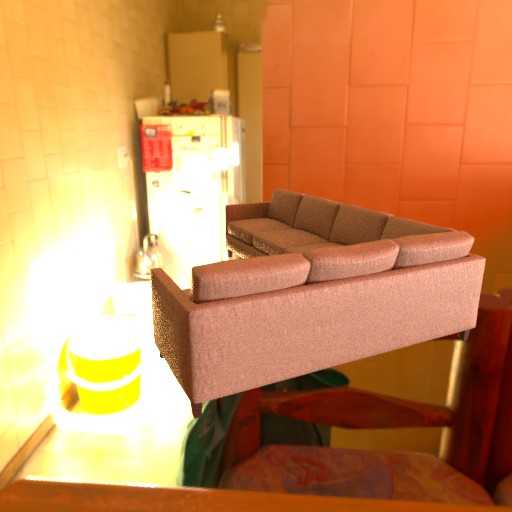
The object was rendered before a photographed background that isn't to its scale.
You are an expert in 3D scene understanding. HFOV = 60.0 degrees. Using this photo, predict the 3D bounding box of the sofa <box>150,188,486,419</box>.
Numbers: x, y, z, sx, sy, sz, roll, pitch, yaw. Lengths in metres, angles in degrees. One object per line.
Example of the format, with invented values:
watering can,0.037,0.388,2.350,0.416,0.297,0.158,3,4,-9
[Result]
sofa,0.000,0.000,4.477,2.522,0.934,3.333,-8,18,-25
